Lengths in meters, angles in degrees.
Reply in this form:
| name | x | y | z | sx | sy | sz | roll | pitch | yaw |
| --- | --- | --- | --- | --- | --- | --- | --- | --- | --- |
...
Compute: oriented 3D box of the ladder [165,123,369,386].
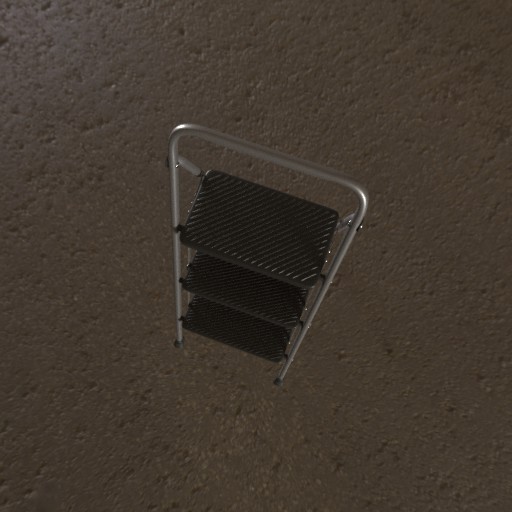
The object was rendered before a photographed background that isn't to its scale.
| name | x | y | z | sx | sy | sz | roll | pitch | yaw |
| --- | --- | --- | --- | --- | --- | --- | --- | --- | --- |
| ladder | 0.000 | 0.000 | 1.246 | 0.430 | 0.945 | 0.629 | 19 | 76 | 5 |
